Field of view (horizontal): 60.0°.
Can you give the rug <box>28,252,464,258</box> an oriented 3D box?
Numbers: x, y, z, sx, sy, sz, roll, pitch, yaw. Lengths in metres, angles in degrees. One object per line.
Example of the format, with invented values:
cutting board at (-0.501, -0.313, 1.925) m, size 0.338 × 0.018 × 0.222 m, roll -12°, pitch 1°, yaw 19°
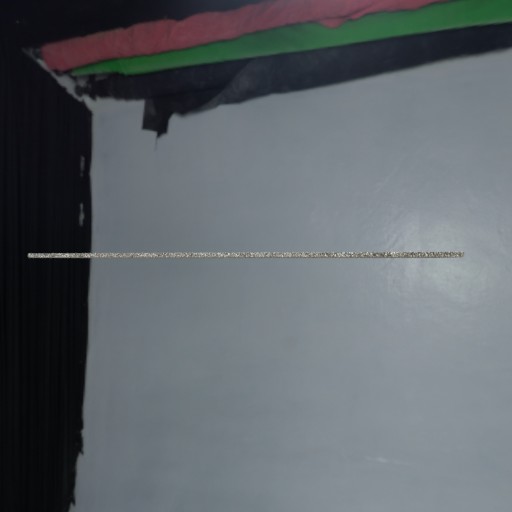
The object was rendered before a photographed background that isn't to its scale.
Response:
rug at (0.000, 0.000, 2.951) m, size 2.350 × 0.025 × 1.502 m, roll 0°, pitch 0°, yaw 18°
